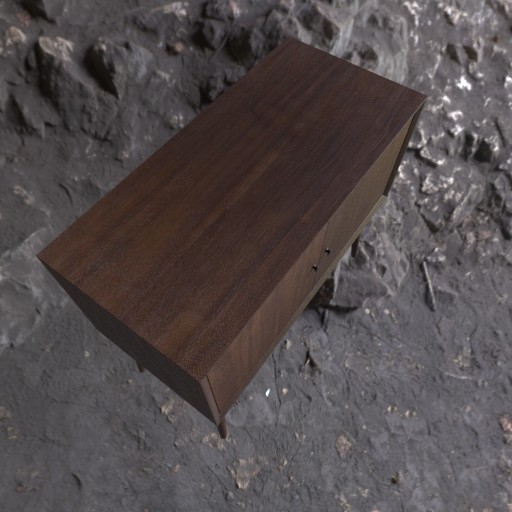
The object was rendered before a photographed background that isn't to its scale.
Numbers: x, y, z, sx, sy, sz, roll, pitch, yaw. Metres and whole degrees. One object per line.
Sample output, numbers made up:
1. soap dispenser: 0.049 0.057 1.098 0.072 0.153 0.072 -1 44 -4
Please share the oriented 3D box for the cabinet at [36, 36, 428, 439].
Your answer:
1. cabinet: 0.000 0.000 1.111 0.354 0.654 0.743 32 64 18
